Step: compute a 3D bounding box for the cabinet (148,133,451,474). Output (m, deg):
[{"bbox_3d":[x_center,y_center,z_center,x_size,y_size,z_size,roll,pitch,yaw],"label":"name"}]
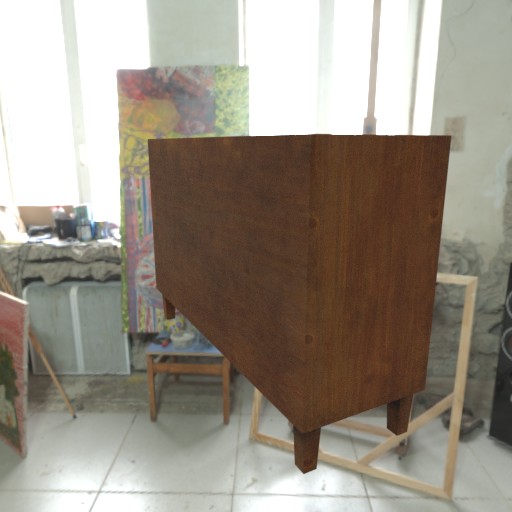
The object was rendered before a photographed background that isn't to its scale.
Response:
[{"bbox_3d":[0.000,0.000,1.562,0.403,0.805,1.204,-7,16,-27],"label":"cabinet"}]
